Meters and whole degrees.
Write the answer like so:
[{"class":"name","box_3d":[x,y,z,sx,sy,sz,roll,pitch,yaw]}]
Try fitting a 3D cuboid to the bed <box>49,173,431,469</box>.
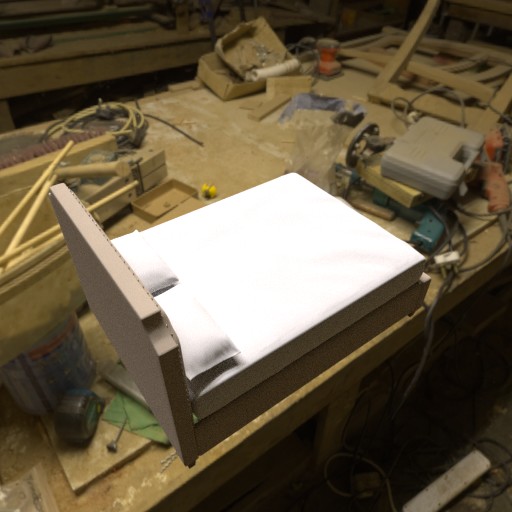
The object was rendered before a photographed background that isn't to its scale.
[{"class":"bed","box_3d":[0.000,0.000,3.446,2.329,1.415,1.703,-26,47,-26]}]
